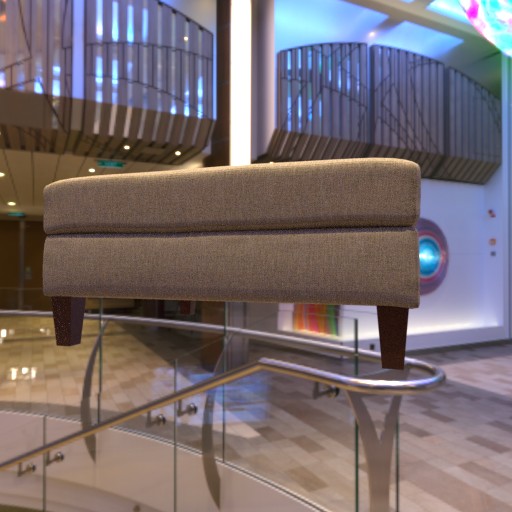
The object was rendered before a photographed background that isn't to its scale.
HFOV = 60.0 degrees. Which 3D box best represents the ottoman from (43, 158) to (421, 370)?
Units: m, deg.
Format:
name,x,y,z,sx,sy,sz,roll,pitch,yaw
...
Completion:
name,x,y,z,sx,sy,sz,roll,pitch,yaw
ottoman,0.000,0.000,1.437,0.976,0.492,0.836,0,-1,18
